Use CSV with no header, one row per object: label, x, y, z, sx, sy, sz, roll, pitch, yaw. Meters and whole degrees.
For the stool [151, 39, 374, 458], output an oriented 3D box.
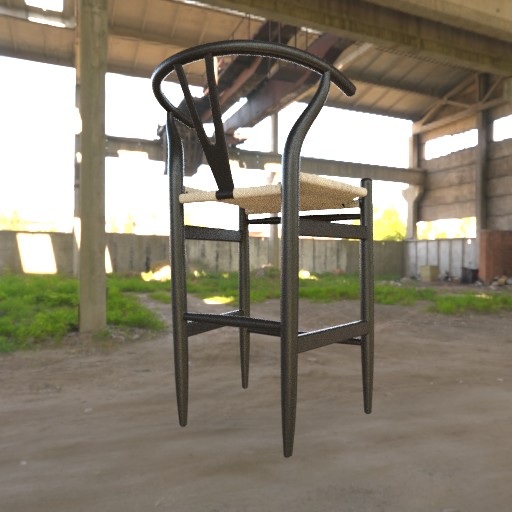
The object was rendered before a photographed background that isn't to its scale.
stool,0.000,0.000,1.265,0.569,0.970,0.579,0,0,34
